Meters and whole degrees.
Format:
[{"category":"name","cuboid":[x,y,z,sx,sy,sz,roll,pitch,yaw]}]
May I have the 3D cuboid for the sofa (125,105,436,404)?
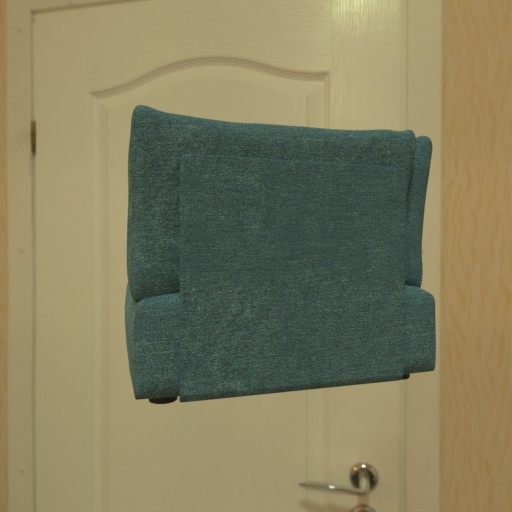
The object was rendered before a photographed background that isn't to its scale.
[{"category":"sofa","cuboid":[0.000,0.000,1.760,1.000,0.820,1.000,0,1,-17]}]
